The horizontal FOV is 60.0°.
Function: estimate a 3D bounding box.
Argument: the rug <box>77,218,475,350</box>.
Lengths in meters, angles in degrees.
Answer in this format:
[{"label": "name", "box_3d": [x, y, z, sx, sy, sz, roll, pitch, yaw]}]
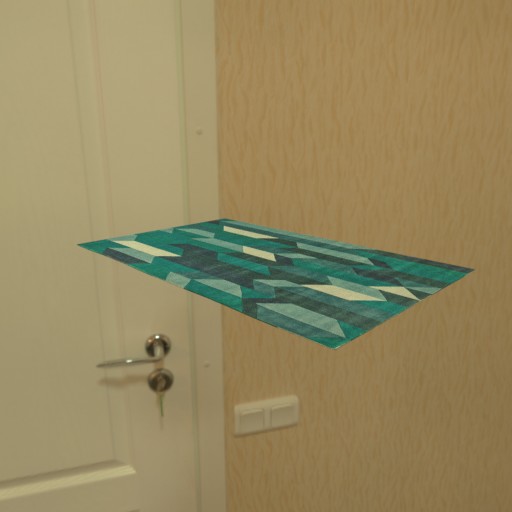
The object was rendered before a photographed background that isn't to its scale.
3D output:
[{"label": "rug", "box_3d": [0.000, 0.000, 3.118, 1.528, 0.005, 2.420, -15, 22, -43]}]
